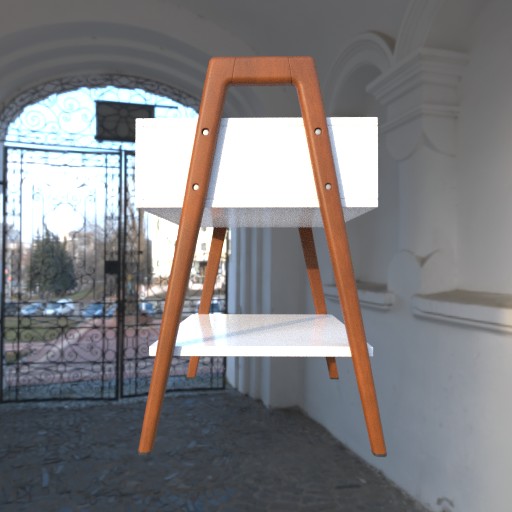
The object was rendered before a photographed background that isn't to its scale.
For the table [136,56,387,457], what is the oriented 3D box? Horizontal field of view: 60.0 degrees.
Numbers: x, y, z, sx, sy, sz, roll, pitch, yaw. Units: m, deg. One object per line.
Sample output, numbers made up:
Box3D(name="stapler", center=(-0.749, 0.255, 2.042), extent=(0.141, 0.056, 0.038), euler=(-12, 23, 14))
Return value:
Box3D(name="table", center=(0.000, 0.000, 0.901), extent=(0.405, 0.610, 0.457), euler=(0, -1, 1))
